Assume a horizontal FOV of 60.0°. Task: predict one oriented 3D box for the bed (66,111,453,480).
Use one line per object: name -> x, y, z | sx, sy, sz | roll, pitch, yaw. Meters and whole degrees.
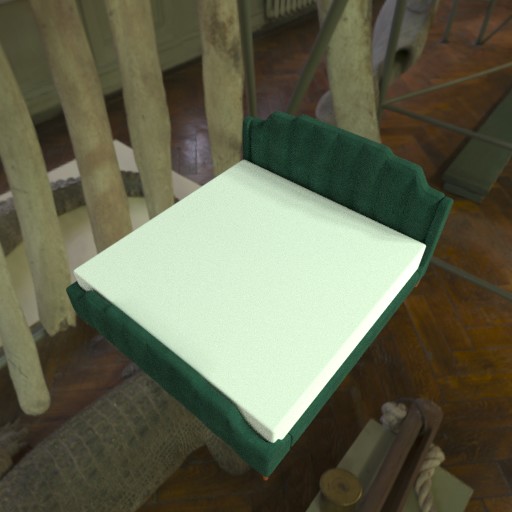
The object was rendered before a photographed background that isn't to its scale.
bed -> 0.000, 0.000, 3.549 | 2.074, 1.245, 2.340 | 31, 53, 27
